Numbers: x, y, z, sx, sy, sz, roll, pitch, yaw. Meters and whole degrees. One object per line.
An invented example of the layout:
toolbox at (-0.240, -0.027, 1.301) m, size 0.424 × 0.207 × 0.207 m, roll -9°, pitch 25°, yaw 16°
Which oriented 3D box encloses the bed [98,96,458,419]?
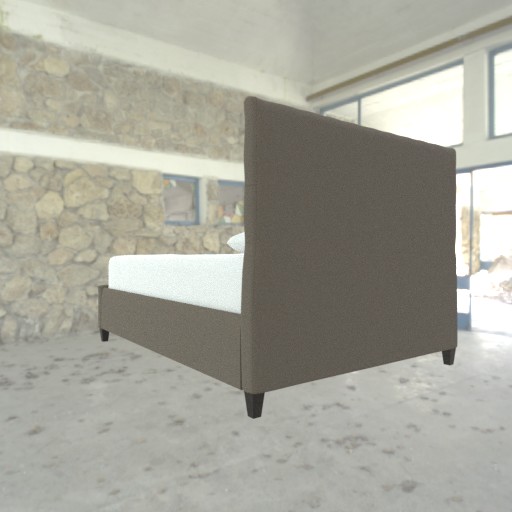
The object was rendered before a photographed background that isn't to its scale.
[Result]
bed at (0.000, 0.000, 3.313) m, size 1.696 × 1.426 × 2.233 m, roll 0°, pitch 0°, yaw -36°
